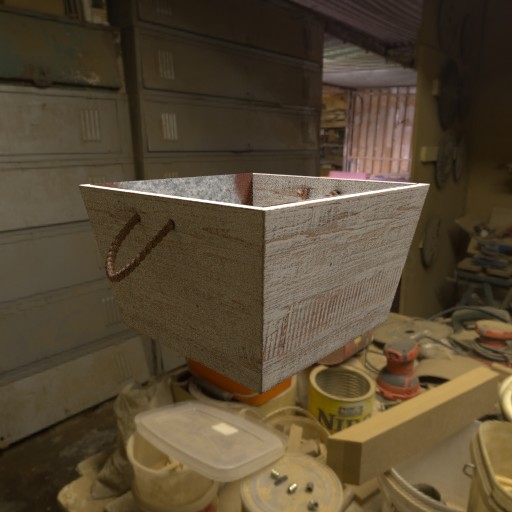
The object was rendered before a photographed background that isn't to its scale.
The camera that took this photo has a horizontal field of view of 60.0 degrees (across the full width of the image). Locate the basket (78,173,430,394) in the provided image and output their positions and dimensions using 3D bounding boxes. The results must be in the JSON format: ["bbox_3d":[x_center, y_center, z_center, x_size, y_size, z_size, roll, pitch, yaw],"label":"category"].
[{"bbox_3d":[0.000,0.000,0.765,0.413,0.247,0.545,13,19,42],"label":"basket"}]
